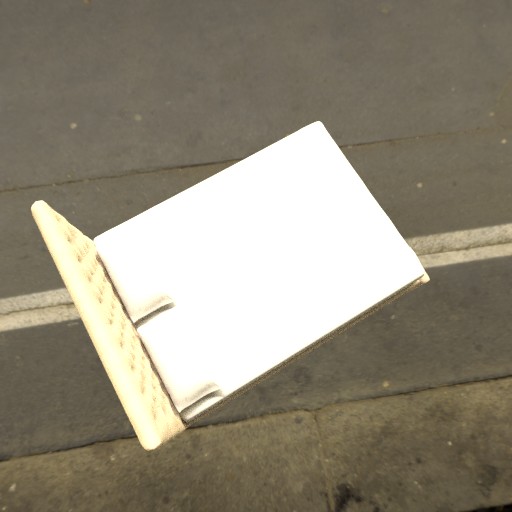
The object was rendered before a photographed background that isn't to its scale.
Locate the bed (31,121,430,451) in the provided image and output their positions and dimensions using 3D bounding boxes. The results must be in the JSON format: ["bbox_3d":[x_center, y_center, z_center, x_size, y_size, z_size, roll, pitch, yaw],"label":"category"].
[{"bbox_3d":[0.000,0.000,3.439,2.387,1.427,1.698,-29,76,-8],"label":"bed"}]
